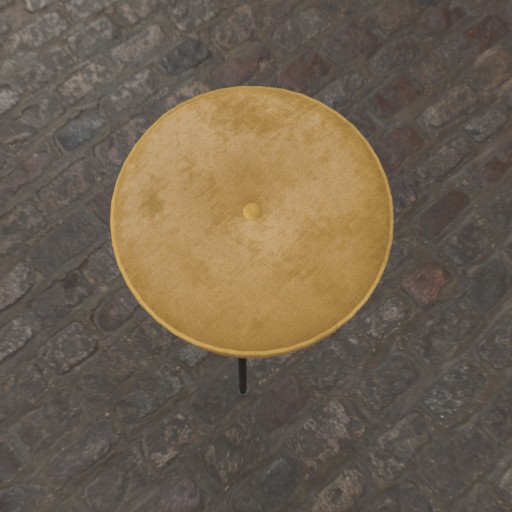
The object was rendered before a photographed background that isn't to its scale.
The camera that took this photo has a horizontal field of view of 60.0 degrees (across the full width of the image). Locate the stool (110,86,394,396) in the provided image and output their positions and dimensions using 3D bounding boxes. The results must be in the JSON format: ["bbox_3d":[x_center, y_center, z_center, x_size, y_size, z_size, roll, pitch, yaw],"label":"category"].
[{"bbox_3d":[0.000,0.000,0.934,0.472,0.595,0.438,-38,79,-8],"label":"stool"}]
